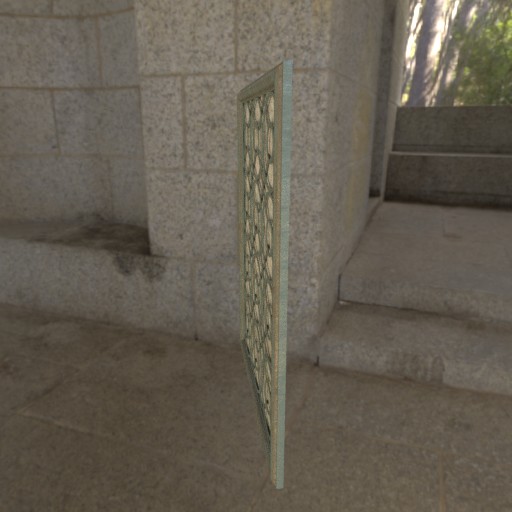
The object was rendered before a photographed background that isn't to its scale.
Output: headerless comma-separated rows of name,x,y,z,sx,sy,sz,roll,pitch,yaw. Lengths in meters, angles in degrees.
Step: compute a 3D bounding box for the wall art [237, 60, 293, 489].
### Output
wall art,0.000,0.000,1.327,0.030,0.983,0.767,-2,17,-8
